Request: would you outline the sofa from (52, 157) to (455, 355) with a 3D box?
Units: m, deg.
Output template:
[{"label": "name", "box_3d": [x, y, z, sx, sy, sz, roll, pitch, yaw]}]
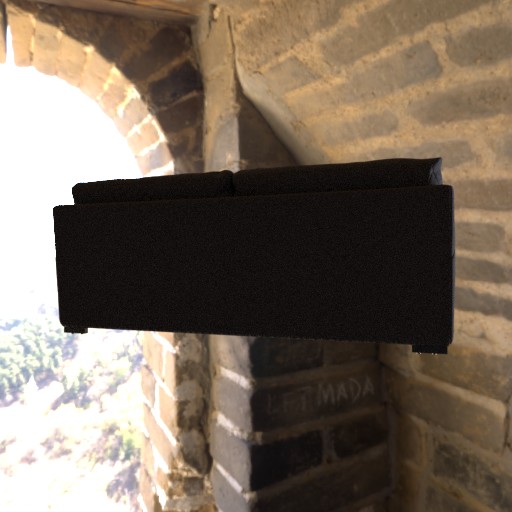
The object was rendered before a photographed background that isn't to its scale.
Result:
[{"label": "sofa", "box_3d": [0.000, 0.000, 2.819, 2.271, 0.950, 1.140, 0, -1, 18]}]
